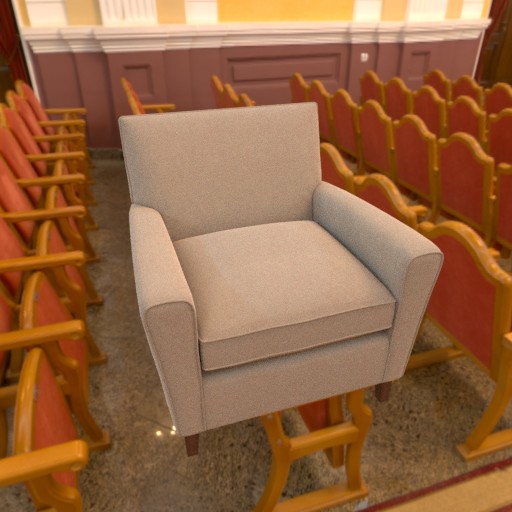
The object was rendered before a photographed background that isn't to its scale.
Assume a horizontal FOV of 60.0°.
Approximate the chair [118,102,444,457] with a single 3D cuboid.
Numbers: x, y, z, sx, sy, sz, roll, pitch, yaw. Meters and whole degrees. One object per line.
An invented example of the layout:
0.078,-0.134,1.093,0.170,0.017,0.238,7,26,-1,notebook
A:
0.000,0.000,1.563,0.840,0.846,0.871,-10,32,-15,chair
